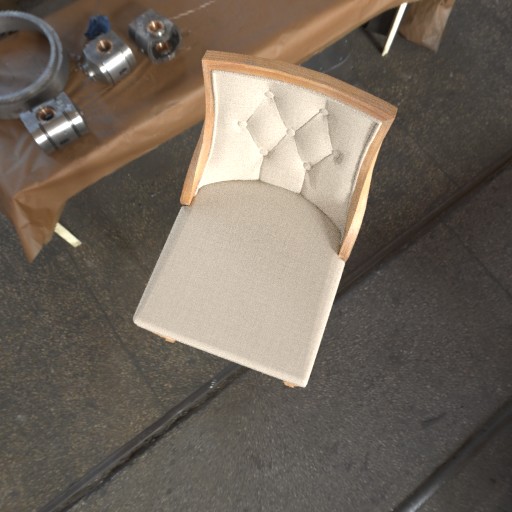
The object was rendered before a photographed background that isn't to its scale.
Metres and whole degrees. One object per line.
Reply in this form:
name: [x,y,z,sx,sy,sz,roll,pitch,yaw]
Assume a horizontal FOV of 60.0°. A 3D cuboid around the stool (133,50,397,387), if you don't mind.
stool: [0.000,0.000,1.331,0.524,0.938,0.626,19,75,5]
